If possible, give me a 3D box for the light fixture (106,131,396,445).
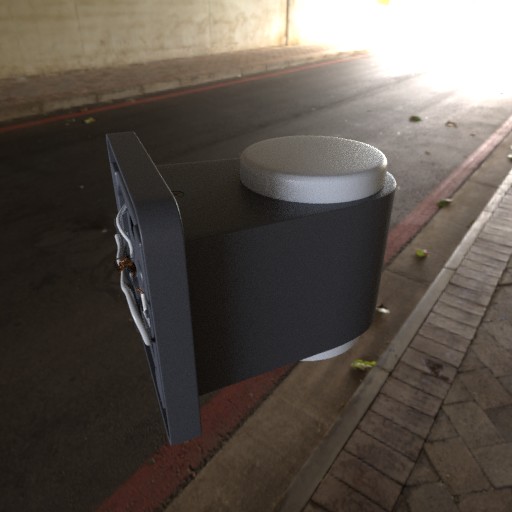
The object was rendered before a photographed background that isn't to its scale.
[{"bbox_3d":[0.000,0.000,0.217,0.132,0.109,0.109,-11,32,-19],"label":"light fixture"}]
